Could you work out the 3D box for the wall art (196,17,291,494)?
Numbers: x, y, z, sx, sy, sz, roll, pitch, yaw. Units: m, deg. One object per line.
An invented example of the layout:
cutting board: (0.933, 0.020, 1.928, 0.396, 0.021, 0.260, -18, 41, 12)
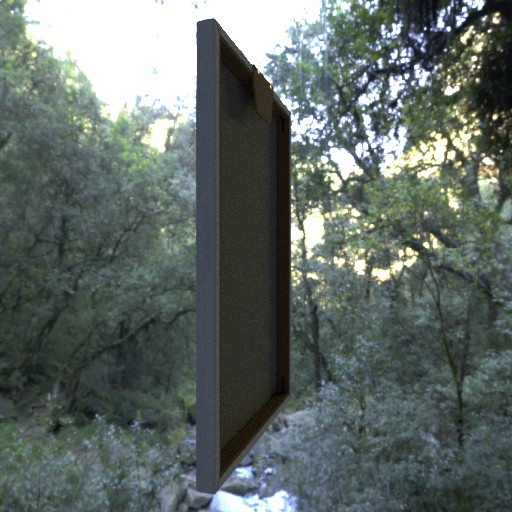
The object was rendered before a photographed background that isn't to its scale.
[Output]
wall art: (0.000, 0.000, 1.137, 0.048, 0.916, 0.602, 0, 0, 19)
